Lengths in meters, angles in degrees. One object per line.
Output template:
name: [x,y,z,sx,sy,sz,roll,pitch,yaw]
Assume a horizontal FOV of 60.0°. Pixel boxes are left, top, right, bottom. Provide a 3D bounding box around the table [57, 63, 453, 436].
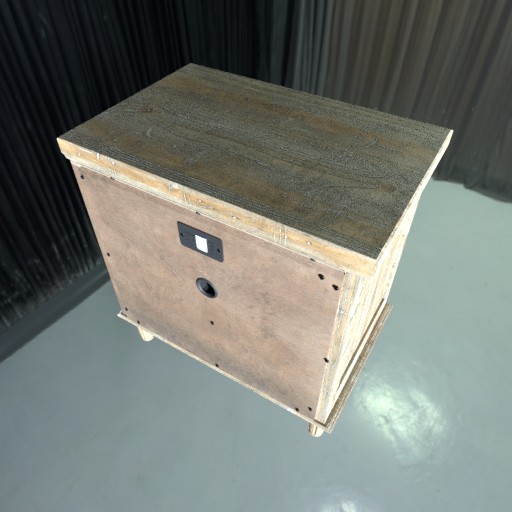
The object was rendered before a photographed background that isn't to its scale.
table: [0.000,0.000,1.156,0.686,0.711,0.457,23,49,21]
